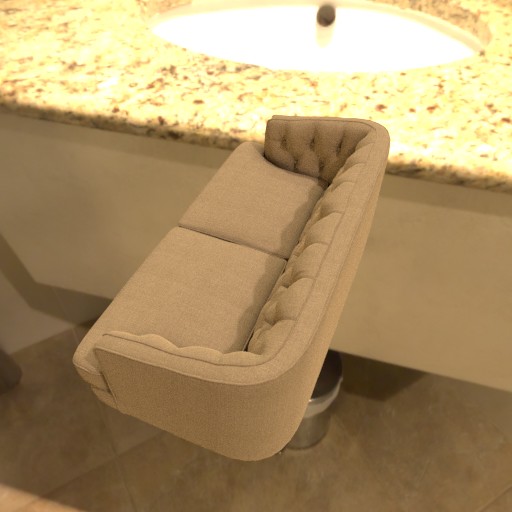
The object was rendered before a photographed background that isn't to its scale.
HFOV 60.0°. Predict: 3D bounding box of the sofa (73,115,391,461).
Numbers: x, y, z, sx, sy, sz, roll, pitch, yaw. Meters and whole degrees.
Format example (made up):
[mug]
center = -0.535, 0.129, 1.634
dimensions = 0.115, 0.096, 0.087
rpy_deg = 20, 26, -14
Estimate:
[sofa]
center = 0.000, 0.000, 2.210
dimensions = 0.941, 0.855, 1.733
rpy_deg = 18, 50, 15
